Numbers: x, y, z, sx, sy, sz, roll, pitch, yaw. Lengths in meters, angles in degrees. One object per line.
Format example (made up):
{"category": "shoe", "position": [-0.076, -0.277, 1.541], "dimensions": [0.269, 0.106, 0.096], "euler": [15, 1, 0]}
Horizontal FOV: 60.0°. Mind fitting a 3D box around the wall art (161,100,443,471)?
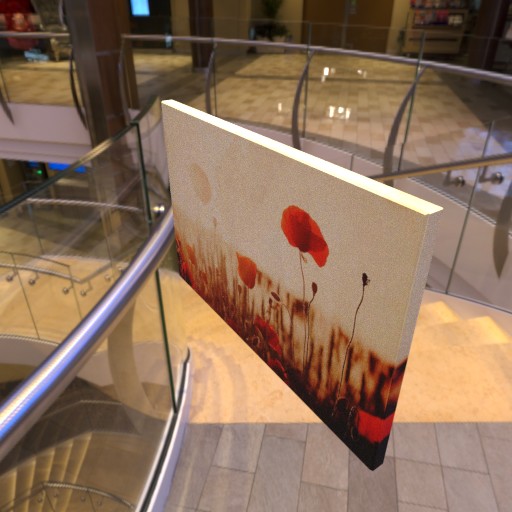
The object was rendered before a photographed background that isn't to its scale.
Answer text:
{"category": "wall art", "position": [0.000, 0.000, 1.117], "dimensions": [0.038, 0.602, 0.918], "euler": [-19, 36, -29]}
